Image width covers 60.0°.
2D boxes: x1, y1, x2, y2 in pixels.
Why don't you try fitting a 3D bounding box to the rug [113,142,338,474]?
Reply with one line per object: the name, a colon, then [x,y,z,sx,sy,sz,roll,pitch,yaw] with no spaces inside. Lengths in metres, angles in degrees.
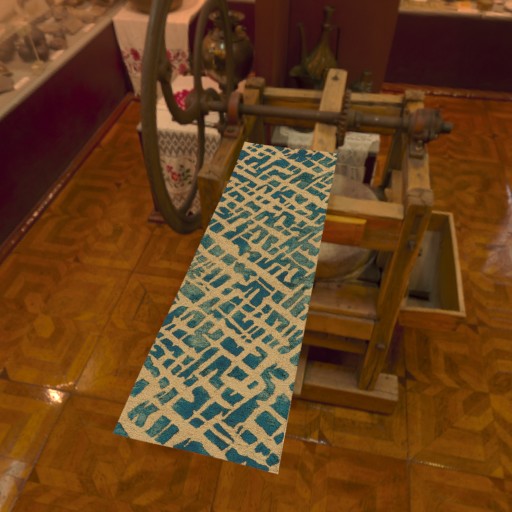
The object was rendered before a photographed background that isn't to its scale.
rug: [0.000,0.000,2.771,0.768,0.011,2.446,10,48,9]
